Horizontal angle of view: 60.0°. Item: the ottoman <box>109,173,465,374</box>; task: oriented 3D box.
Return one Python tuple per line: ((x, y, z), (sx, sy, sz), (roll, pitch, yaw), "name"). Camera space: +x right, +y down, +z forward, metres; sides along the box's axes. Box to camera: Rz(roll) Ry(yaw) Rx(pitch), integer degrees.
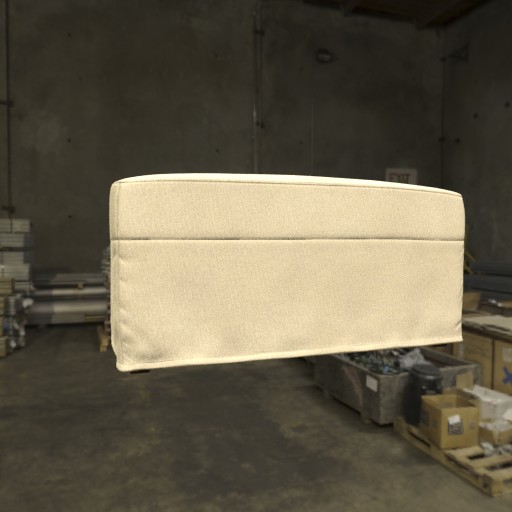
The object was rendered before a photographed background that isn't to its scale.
((0.000, 0.000, 1.347), (0.843, 0.441, 0.842), (-1, 2, -18), "ottoman")
